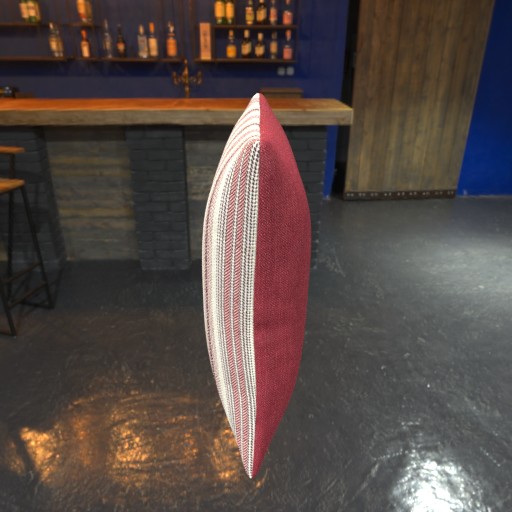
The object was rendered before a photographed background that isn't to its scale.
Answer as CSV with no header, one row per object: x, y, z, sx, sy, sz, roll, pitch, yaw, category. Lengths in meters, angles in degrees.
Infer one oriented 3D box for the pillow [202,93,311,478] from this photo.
0.000,0.000,0.780,0.166,0.497,0.513,0,25,0,pillow
